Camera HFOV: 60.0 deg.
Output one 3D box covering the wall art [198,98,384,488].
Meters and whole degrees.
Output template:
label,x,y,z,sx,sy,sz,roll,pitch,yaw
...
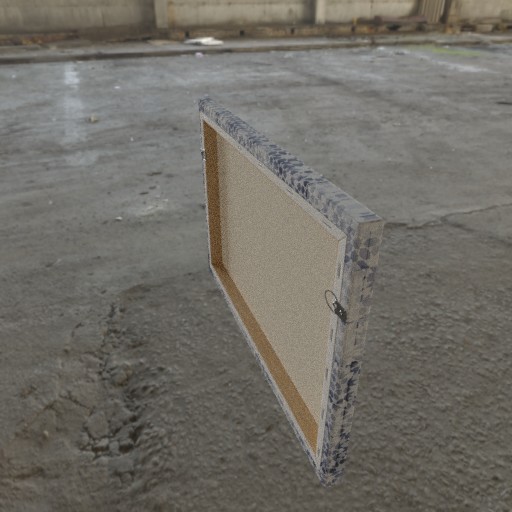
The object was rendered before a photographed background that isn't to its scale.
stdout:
label,x,y,z,sx,sy,sz,roll,pitch,yaw
wall art,0.000,0.000,0.754,0.030,0.406,0.608,-11,32,-17
